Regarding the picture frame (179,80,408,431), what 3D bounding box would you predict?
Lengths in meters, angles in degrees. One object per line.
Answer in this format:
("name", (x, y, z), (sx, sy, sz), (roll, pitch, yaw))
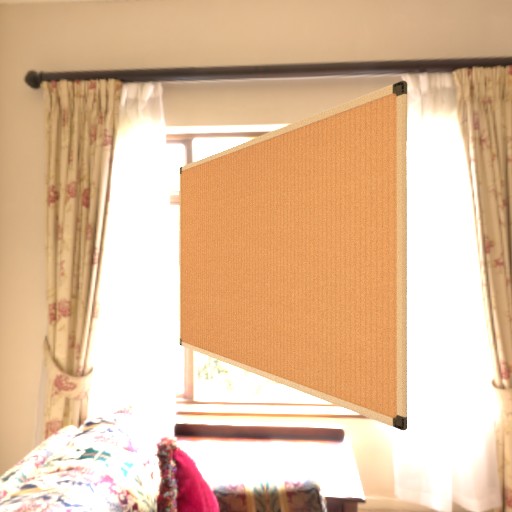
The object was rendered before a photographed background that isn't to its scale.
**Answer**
("picture frame", (0.000, 0.000, 1.123), (0.010, 0.600, 0.900), (0, 0, -35))
